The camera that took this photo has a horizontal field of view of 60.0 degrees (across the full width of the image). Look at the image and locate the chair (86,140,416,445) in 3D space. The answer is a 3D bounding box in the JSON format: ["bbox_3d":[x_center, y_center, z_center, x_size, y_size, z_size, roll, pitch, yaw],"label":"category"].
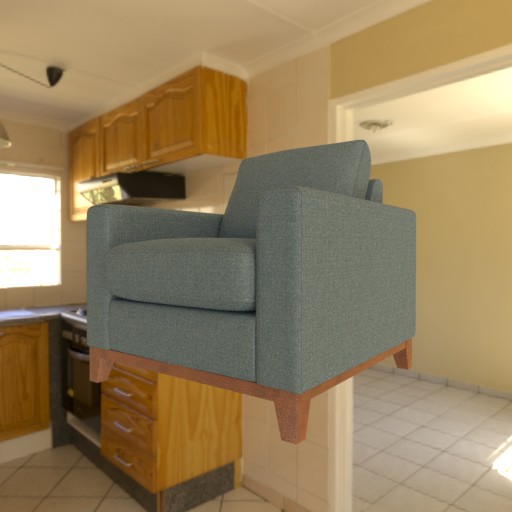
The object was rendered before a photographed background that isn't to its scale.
[{"bbox_3d":[0.000,0.000,1.872,1.024,1.010,1.038,1,1,37],"label":"chair"}]
